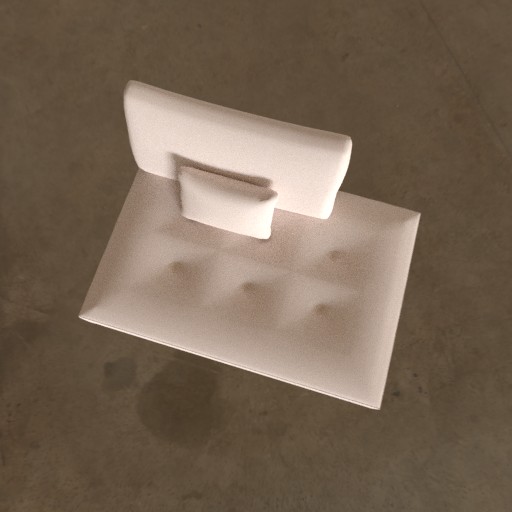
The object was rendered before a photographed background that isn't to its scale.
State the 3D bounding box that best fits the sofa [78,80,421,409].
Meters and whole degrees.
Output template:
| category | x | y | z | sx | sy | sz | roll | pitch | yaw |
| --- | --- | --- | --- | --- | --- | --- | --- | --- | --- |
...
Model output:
| category | x | y | z | sx | sy | sz | roll | pitch | yaw |
| --- | --- | --- | --- | --- | --- | --- | --- | --- | --- |
| sofa | 0.000 | 0.000 | 2.066 | 1.450 | 0.820 | 1.000 | 16 | 74 | 5 |
